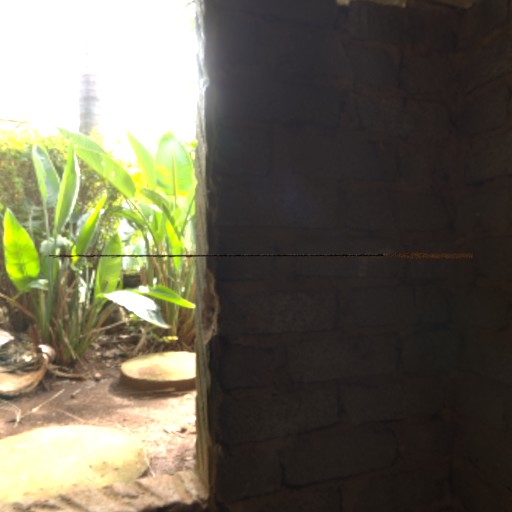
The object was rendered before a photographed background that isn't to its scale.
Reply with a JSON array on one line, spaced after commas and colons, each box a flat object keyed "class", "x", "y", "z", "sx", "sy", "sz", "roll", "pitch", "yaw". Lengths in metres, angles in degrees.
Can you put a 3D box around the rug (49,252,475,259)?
[{"class": "rug", "x": 0.000, "y": 0.000, "z": 2.428, "sx": 2.021, "sy": 0.027, "sz": 1.224, "roll": 0, "pitch": 0, "yaw": 34}]
